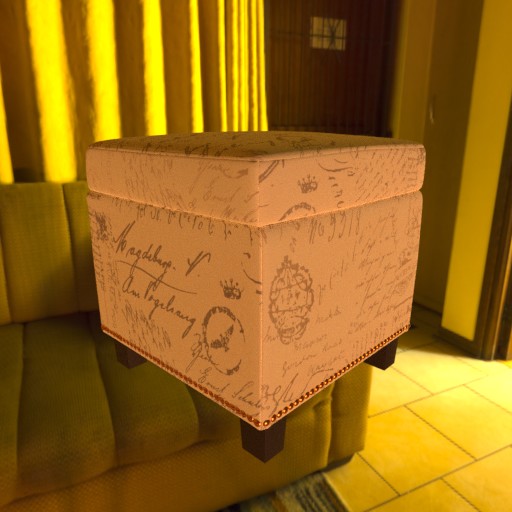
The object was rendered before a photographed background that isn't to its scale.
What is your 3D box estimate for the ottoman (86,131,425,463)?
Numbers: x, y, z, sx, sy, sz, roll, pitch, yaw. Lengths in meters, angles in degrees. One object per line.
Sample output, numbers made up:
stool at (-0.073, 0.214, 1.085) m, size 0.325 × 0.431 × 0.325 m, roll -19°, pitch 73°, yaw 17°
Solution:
ottoman at (0.000, 0.000, 0.843) m, size 0.450 × 0.457 × 0.449 m, roll 15°, pitch 23°, yaw 42°
